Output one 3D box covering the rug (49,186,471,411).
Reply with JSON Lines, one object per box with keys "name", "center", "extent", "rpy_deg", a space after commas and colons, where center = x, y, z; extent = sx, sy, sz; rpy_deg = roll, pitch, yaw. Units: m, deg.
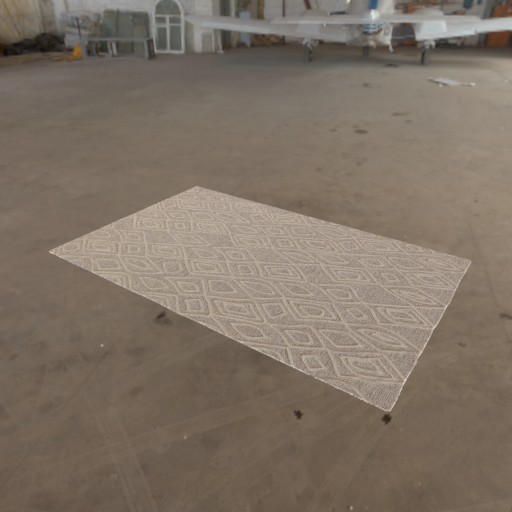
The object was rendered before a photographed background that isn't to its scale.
{"name": "rug", "center": [0.000, 0.000, 3.010], "extent": [2.442, 0.010, 1.546], "rpy_deg": [19, 35, 30]}
